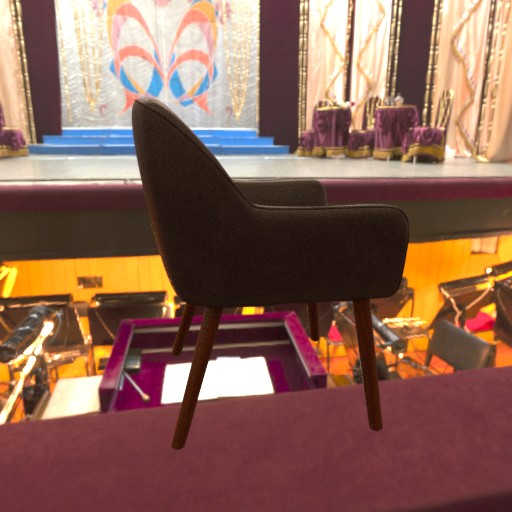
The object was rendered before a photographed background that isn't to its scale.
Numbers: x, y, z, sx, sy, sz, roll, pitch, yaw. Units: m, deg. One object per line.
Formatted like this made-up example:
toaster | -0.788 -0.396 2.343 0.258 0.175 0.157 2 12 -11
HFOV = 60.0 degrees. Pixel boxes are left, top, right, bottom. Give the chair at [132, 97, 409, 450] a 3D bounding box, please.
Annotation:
chair | 0.000 0.000 1.256 0.610 0.828 0.610 -3 16 -10
